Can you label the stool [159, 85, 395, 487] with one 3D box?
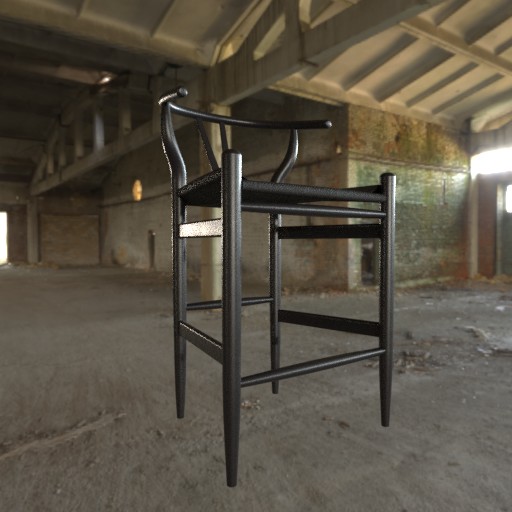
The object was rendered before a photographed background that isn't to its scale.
[{"bbox_3d":[0.000,0.000,1.317,0.569,0.970,0.579,-1,2,-36],"label":"stool"}]
